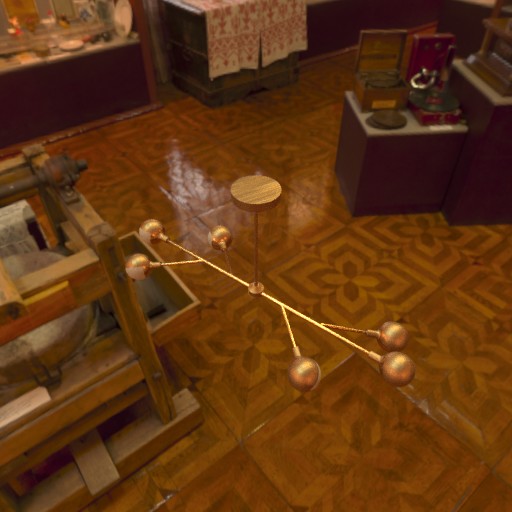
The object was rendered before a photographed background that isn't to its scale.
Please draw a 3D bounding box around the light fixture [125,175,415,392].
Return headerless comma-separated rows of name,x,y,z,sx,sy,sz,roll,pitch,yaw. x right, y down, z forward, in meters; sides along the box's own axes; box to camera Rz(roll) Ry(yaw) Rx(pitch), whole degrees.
light fixture,0.000,0.000,1.005,0.434,0.362,0.778,-27,49,-26
